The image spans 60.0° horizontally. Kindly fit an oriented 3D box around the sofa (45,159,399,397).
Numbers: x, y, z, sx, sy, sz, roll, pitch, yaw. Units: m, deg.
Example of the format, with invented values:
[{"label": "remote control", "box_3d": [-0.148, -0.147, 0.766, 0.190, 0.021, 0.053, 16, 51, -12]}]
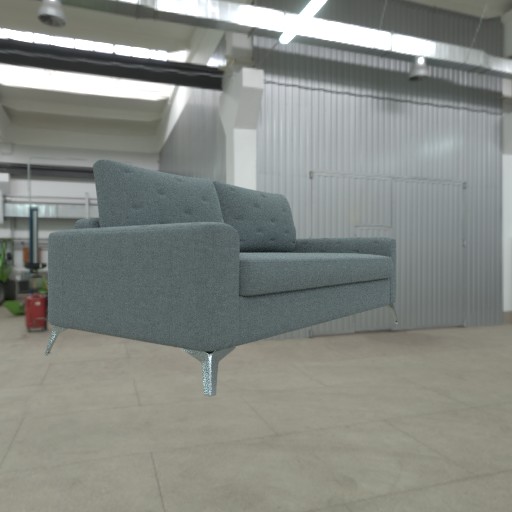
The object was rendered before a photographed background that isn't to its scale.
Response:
[{"label": "sofa", "box_3d": [0.000, 0.000, 2.161, 0.920, 0.790, 1.650, 0, 0, 36]}]
